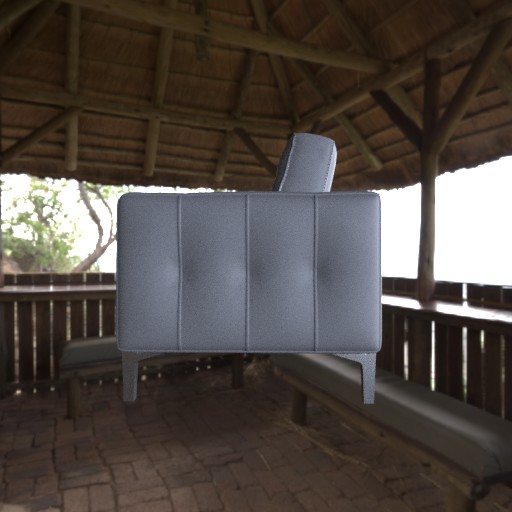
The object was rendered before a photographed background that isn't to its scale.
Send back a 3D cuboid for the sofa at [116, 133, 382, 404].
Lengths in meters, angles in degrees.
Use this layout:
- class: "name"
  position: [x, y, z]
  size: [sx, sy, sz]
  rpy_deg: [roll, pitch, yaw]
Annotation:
- class: "sofa"
  position: [0.000, 0.000, 2.182]
  size: [0.833, 0.892, 1.726]
  rpy_deg: [0, 0, 2]
